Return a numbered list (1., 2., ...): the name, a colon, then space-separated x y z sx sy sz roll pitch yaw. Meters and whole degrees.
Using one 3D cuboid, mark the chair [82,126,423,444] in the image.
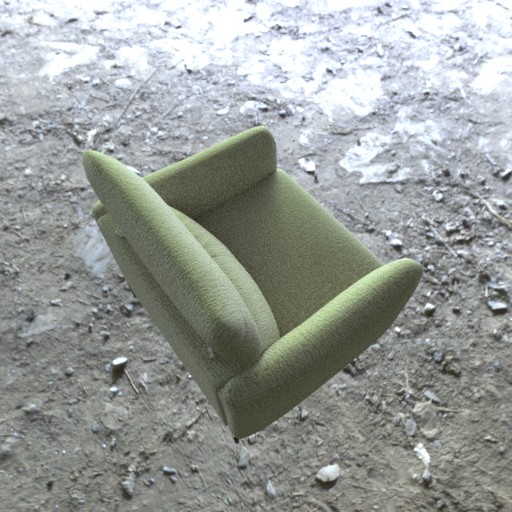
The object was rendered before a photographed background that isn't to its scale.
1. chair: 0.000 0.000 1.656 0.835 0.967 0.972 -33 63 -19
